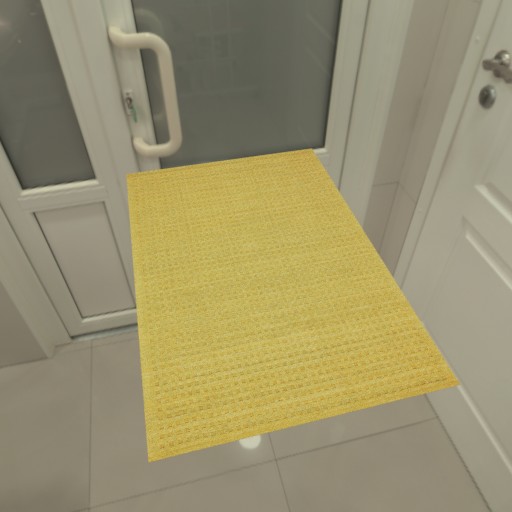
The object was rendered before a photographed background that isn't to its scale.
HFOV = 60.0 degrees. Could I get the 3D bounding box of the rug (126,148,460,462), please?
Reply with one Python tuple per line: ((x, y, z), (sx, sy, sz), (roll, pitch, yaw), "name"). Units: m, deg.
((0.000, 0.000, 3.669), (1.981, 0.006, 2.895), (-10, 46, -10), "rug")
